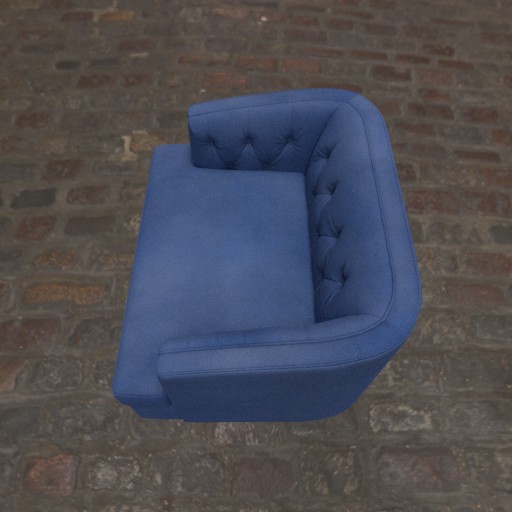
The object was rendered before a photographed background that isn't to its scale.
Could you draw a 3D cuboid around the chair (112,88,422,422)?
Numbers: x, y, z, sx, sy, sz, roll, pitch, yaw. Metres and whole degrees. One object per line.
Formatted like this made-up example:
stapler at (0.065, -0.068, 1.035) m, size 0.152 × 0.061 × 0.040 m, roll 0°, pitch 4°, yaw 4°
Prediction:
chair at (0.000, 0.000, 1.710) m, size 0.914 × 0.787 × 1.118 m, roll 0°, pitch 58°, yaw 0°
